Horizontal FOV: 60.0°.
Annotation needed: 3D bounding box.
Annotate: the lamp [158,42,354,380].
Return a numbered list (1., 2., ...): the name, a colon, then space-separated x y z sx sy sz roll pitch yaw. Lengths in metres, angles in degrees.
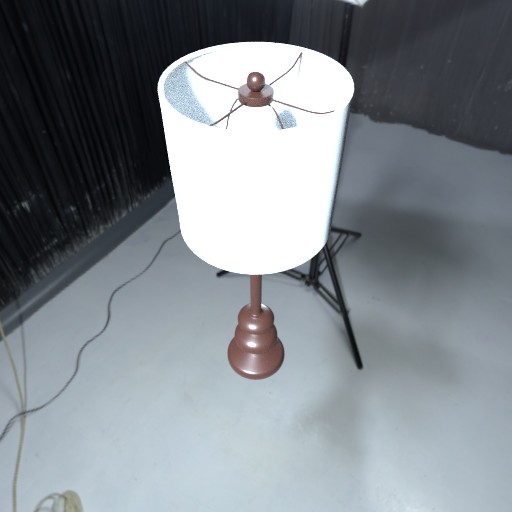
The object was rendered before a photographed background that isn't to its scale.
1. lamp: 0.000 0.000 0.820 0.254 0.690 0.254 26 52 22
